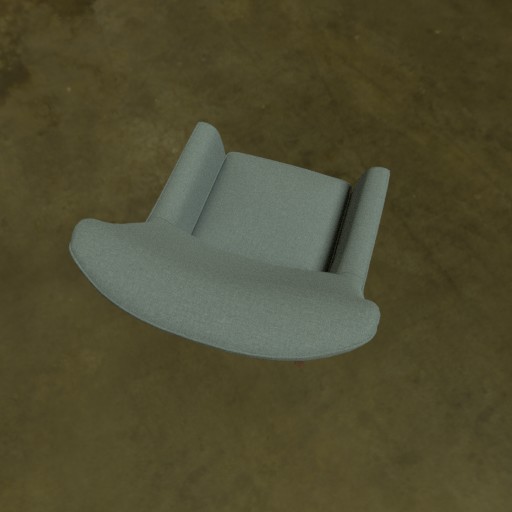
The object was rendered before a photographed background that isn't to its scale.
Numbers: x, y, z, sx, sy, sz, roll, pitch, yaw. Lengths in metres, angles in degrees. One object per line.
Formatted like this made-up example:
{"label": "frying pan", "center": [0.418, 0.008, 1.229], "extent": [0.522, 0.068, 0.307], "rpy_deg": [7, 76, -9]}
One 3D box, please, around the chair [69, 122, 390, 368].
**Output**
{"label": "chair", "center": [0.000, 0.000, 1.533], "extent": [0.756, 0.916, 0.879], "rpy_deg": [16, 65, 8]}
